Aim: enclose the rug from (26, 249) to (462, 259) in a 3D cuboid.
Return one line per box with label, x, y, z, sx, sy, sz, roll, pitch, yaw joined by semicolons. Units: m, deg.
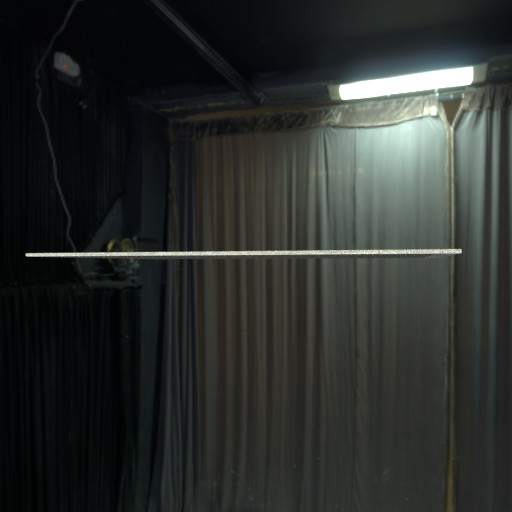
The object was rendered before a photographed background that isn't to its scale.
rug;0.000;0.000;2.908;2.297;0.018;1.532;0;-1;18
